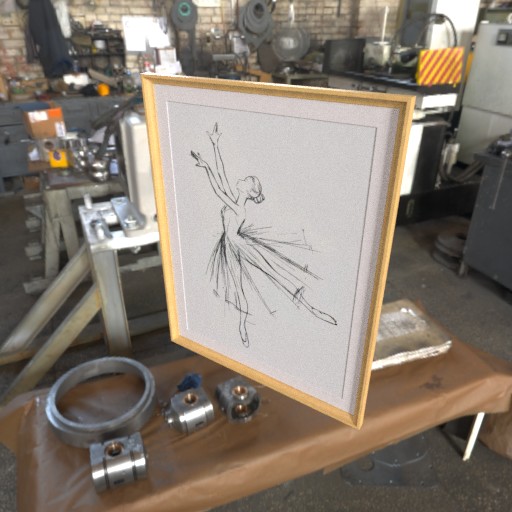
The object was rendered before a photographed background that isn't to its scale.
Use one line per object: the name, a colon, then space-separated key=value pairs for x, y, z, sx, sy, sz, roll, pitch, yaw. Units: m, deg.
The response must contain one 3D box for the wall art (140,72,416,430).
wall art: x=0.000 y=0.000 z=1.365 sx=0.798 sy=1.002 sz=0.030 roll=17 pitch=33 yaw=29
